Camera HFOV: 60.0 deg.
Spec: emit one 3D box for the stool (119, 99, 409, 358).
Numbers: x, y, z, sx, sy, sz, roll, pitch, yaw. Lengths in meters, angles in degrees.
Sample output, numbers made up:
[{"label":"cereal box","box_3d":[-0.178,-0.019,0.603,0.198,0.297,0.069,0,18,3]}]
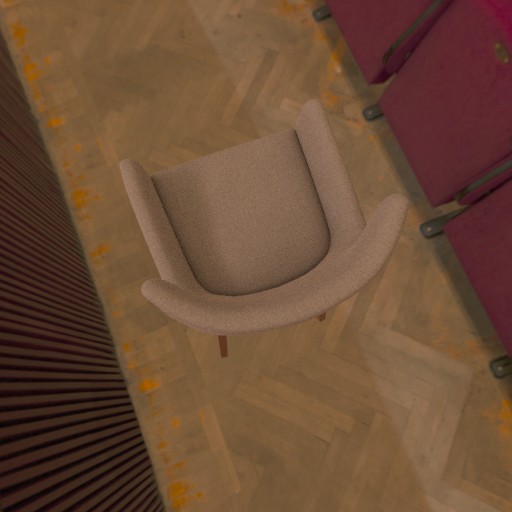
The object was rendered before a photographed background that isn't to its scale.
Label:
[{"label":"stool","box_3d":[0.000,0.000,1.402,0.575,1.047,0.575,-19,75,-5]}]
